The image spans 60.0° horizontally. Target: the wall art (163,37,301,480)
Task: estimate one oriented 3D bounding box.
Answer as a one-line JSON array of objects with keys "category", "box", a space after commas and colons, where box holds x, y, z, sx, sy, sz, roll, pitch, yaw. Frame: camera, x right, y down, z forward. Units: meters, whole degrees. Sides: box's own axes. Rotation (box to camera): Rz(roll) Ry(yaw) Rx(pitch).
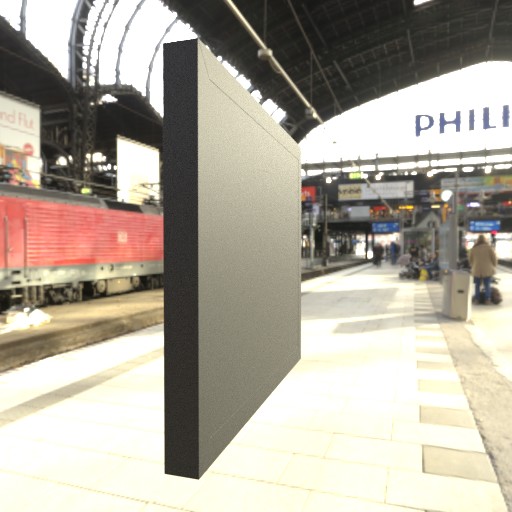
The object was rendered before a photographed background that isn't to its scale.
[{"category": "wall art", "box": [0.000, 0.000, 0.516, 0.029, 0.330, 0.381, 0, 1, 17]}]
